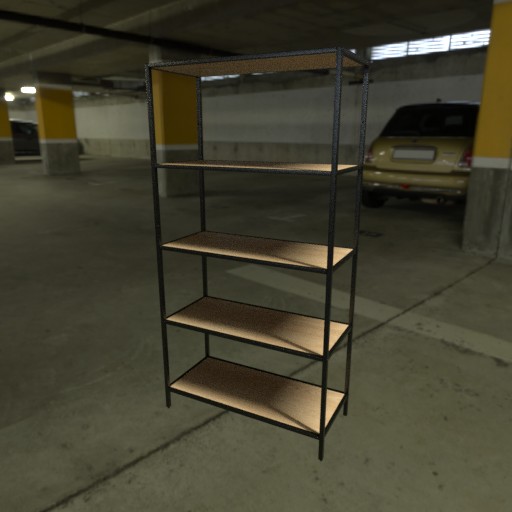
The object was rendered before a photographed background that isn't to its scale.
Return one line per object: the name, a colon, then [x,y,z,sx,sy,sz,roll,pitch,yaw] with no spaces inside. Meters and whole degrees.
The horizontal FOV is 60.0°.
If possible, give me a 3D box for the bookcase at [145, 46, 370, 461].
bookcase: [0.000,0.000,1.859,0.770,1.500,0.350,8,18,26]
